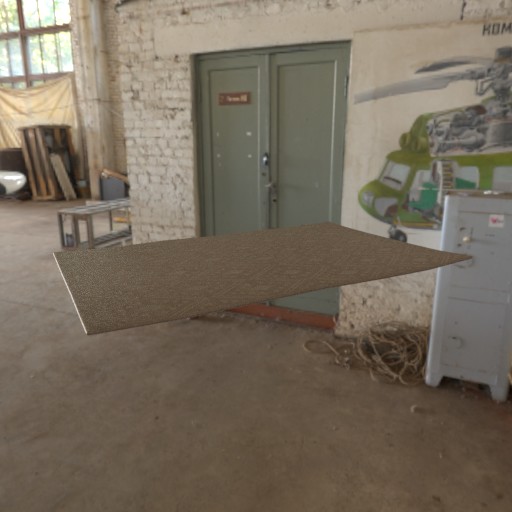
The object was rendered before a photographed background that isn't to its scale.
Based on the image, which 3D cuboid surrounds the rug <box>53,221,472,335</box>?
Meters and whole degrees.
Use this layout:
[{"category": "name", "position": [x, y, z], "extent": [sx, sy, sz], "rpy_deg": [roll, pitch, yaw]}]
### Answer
[{"category": "rug", "position": [0.000, 0.000, 3.039], "extent": [2.430, 0.053, 1.553], "rpy_deg": [-8, 16, -28]}]
